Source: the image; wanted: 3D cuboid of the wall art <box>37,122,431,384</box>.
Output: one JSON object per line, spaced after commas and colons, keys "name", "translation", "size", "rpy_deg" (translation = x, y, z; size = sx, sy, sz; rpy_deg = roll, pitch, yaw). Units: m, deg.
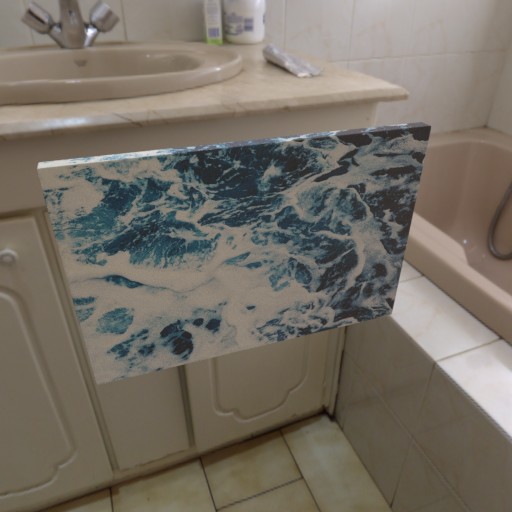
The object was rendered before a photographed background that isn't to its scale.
{"name": "wall art", "translation": [0.000, 0.000, 1.163], "size": [0.915, 0.610, 0.042], "rpy_deg": [-10, 34, -16]}
